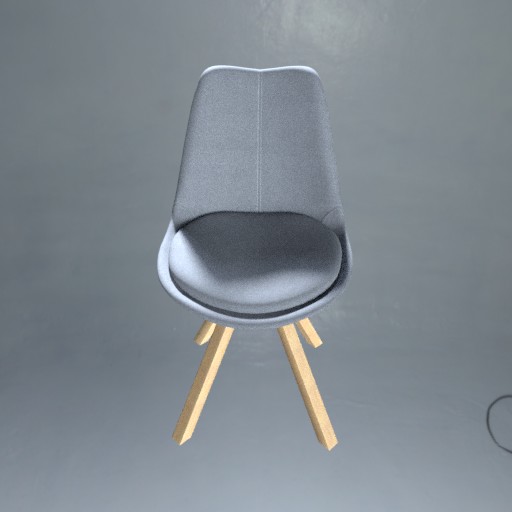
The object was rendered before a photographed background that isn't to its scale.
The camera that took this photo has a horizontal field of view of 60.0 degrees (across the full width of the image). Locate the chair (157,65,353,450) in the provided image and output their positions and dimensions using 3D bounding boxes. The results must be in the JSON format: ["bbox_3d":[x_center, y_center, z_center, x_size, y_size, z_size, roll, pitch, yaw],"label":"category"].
[{"bbox_3d":[0.000,0.000,1.159,0.474,0.863,0.549,1,30,2],"label":"chair"}]
